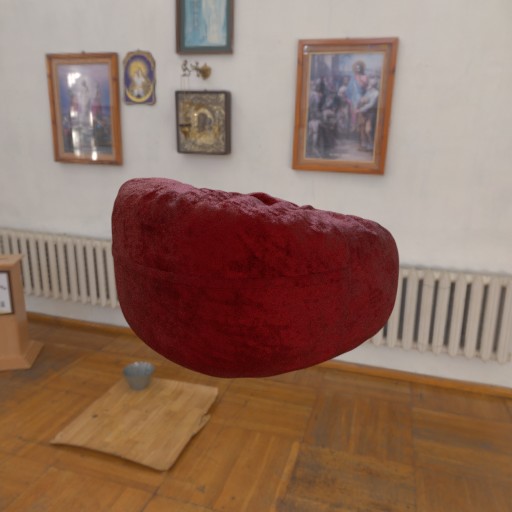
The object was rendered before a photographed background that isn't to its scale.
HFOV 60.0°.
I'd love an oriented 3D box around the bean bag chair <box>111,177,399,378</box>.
[{"bbox_3d":[0.000,0.000,2.480,1.524,0.878,1.524,-7,15,-27],"label":"bean bag chair"}]
